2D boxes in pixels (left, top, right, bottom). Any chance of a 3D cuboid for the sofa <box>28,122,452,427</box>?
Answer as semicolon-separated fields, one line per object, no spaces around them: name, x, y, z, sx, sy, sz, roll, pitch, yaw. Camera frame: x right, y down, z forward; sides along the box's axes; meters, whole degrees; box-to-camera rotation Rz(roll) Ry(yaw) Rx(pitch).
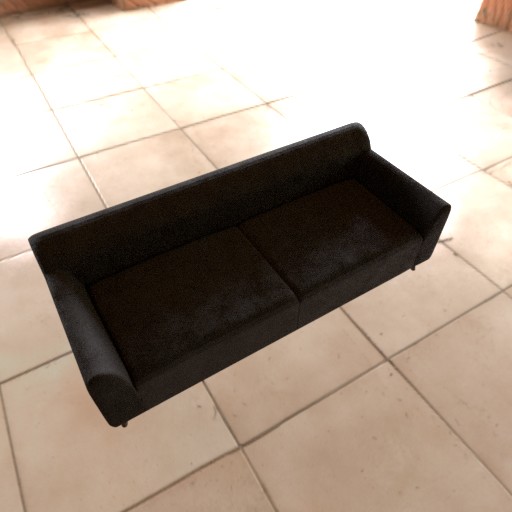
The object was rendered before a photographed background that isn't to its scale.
sofa;0.000;0.000;2.625;2.190;0.740;0.900;-24;51;-21
